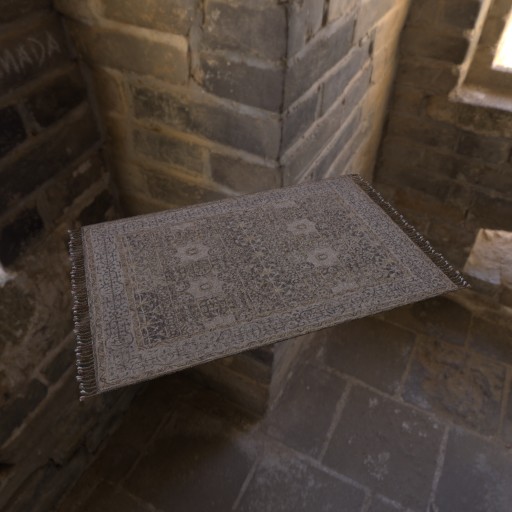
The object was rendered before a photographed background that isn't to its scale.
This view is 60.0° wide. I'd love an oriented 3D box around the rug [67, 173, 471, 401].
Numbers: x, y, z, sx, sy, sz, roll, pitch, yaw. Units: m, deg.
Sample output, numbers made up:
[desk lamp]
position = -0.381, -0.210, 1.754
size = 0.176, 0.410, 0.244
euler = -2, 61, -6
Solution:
[rug]
position = 0.000, 0.000, 2.550
size = 2.029, 0.010, 1.237
euler = -13, 43, -15
